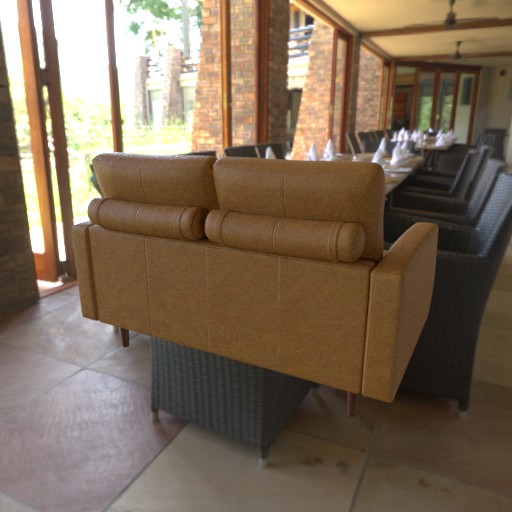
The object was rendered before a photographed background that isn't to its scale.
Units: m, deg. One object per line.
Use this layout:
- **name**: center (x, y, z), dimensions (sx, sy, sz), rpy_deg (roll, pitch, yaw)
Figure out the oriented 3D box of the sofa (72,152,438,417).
- **sofa**: center (0.000, 0.000, 1.969), dimensions (1.430, 0.898, 0.868), rpy_deg (9, 18, 27)
